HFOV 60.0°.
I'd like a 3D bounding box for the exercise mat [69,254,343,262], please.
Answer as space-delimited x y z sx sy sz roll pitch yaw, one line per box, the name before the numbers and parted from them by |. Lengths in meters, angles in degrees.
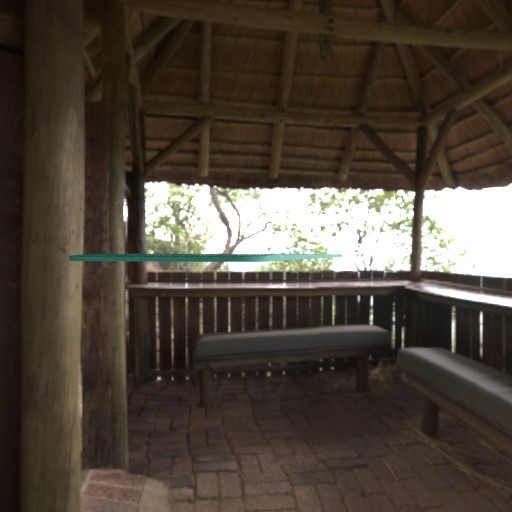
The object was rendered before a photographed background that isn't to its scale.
exercise mat | 0.000 0.000 2.102 0.616 0.021 1.869 0 0 18
